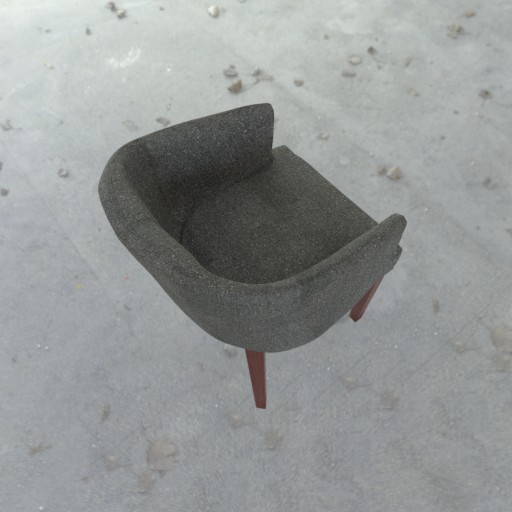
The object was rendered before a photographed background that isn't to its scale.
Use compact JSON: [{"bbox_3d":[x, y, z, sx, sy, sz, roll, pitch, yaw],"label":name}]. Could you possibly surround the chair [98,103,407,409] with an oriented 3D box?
[{"bbox_3d":[0.000,0.000,1.266,0.655,0.811,0.583,-33,64,-19],"label":"chair"}]
